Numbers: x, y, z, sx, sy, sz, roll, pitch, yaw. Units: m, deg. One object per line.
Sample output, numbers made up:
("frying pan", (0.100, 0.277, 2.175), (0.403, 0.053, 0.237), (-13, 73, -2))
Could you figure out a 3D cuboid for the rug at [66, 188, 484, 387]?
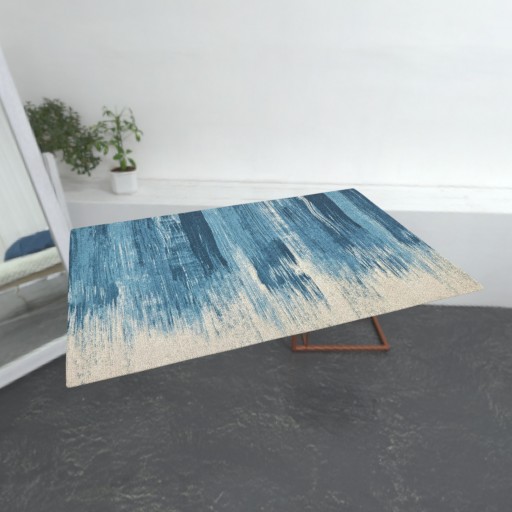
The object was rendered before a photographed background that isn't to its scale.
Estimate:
("rug", (0.000, 0.000, 2.297), (1.836, 0.009, 1.232), (-10, 34, -16))
